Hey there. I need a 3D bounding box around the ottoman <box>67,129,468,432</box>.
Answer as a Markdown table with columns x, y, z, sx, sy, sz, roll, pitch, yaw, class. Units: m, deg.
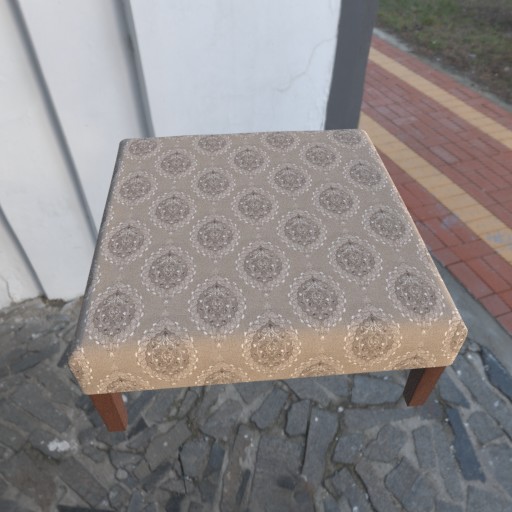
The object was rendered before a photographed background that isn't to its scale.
| x | y | z | sx | sy | sz | roll | pitch | yaw | class |
| --- | --- | --- | --- | --- | --- | --- | --- | --- | --- |
| 0.000 | 0.000 | 1.379 | 0.889 | 0.411 | 0.890 | -4 | 46 | -4 | ottoman |
